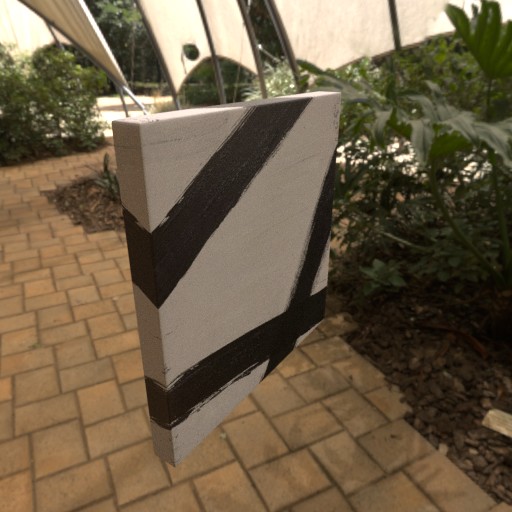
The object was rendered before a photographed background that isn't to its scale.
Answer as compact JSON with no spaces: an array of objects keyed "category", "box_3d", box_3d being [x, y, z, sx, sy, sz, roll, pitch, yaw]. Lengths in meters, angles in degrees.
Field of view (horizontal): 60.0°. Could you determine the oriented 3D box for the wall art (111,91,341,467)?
[{"category":"wall art","box_3d":[0.000,0.000,0.770,0.050,0.508,0.507,16,29,31]}]
